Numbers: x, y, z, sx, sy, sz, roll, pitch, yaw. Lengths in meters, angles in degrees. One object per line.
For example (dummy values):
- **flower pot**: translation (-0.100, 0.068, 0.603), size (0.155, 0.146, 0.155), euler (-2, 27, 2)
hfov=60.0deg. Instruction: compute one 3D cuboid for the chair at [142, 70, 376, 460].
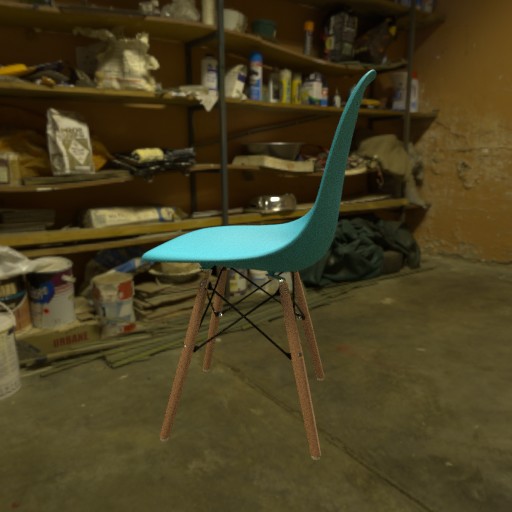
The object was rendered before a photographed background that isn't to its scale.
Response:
- **chair**: translation (0.000, 0.000, 1.100), size (0.531, 0.826, 0.470), euler (2, 12, 10)
